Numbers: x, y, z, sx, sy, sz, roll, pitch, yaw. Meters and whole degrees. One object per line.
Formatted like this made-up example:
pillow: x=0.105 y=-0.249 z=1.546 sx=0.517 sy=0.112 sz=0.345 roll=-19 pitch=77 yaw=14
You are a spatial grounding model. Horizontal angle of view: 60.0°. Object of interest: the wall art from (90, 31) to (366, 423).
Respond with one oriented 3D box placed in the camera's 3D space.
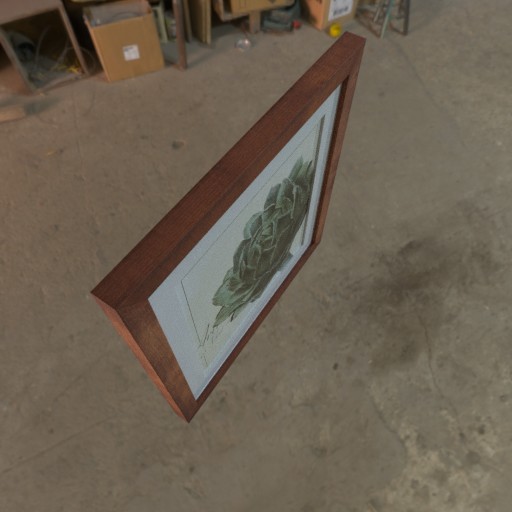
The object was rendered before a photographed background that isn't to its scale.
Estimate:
wall art: x=0.000 y=0.000 z=0.814 sx=0.037 sy=0.572 sz=0.554 roll=30 pitch=63 yaw=17
